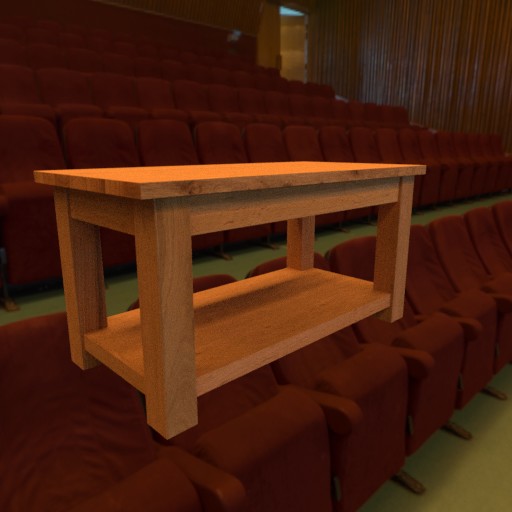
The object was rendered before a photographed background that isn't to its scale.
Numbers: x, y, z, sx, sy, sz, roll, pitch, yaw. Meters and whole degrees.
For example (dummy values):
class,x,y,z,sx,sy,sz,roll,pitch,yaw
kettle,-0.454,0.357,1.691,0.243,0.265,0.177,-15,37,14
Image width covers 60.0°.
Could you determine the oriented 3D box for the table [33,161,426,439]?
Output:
class,x,y,z,sx,sy,sz,roll,pitch,yaw
table,0.000,0.000,1.155,0.899,0.452,0.450,-13,19,-42
